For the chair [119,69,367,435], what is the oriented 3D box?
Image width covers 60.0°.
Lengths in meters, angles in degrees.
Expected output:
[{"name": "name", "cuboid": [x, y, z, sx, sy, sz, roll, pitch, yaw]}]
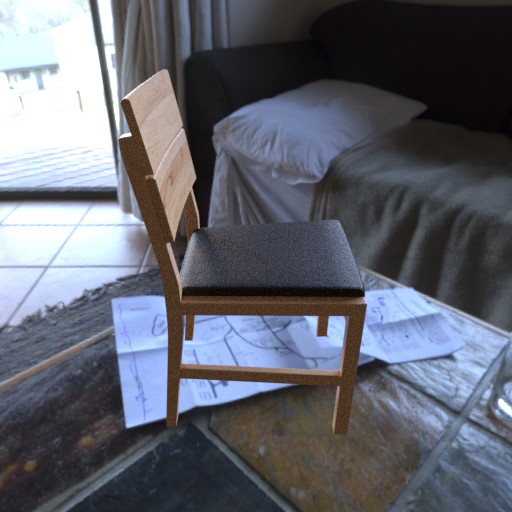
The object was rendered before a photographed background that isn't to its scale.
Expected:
[{"name": "chair", "cuboid": [0.000, 0.000, 1.282, 0.560, 0.950, 0.475, 0, 30, 0]}]
